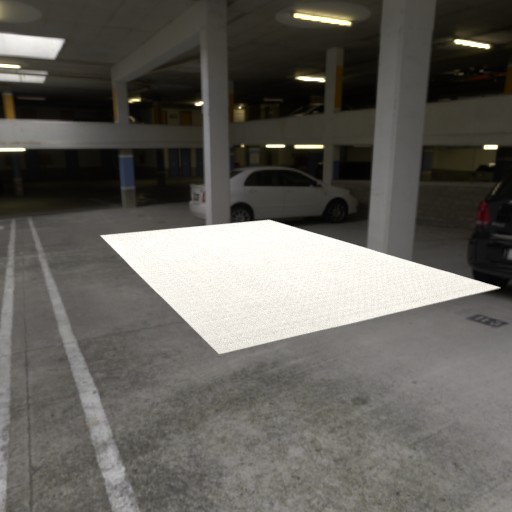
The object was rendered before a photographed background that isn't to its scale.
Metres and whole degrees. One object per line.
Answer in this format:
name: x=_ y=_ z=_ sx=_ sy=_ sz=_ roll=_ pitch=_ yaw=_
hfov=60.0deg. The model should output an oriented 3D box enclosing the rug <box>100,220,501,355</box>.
rug: x=0.000 y=0.000 z=2.820 sx=1.523 sy=0.006 sz=2.289 roll=-8 pitch=16 yaw=-27
